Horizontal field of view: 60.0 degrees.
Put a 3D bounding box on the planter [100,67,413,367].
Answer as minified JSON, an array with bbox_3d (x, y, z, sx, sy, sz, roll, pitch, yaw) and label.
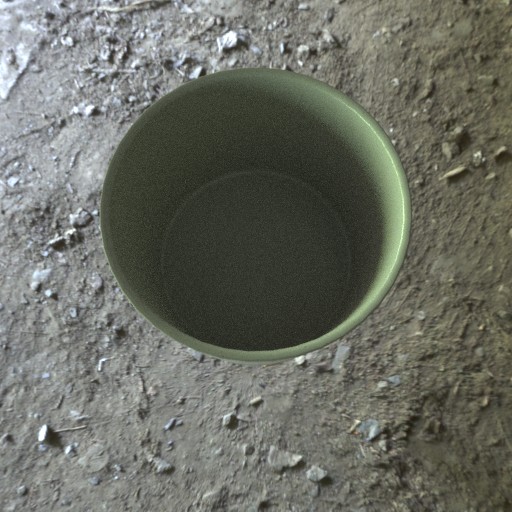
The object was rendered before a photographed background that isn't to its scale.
[{"bbox_3d":[0.000,0.000,0.392,0.188,0.260,0.188,0,75,0],"label":"planter"}]
